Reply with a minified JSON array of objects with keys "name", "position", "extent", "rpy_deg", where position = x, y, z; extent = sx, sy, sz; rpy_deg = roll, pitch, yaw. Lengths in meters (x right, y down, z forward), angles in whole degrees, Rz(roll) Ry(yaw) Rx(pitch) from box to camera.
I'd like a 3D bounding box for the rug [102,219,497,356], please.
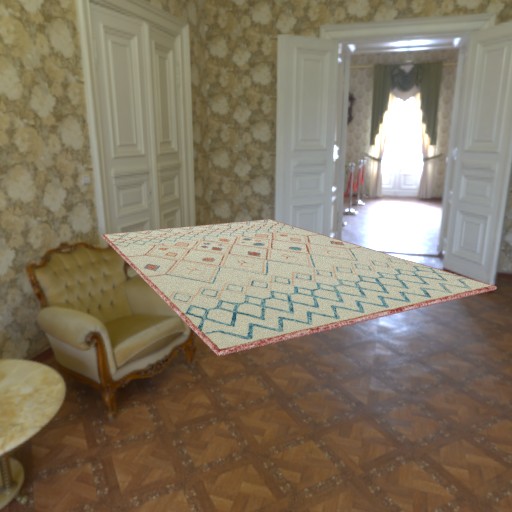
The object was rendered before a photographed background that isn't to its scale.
[{"name":"rug","position":[0.000,0.000,2.280],"extent":[1.219,0.016,1.829],"rpy_deg":[-8,16,-27]}]
